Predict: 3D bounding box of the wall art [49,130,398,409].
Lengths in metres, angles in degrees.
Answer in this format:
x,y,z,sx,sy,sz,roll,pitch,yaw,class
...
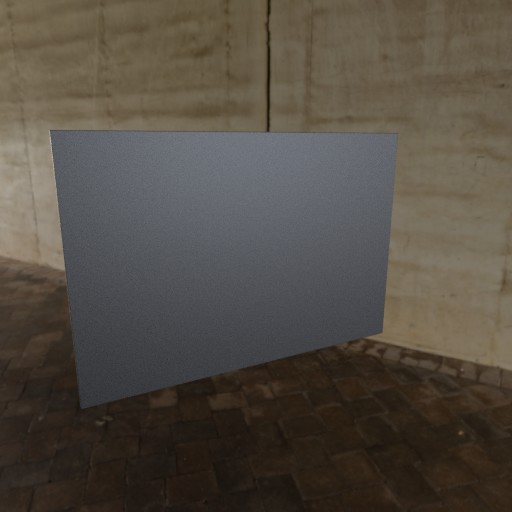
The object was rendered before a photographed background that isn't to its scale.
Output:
x,y,z,sx,sy,sz,roll,pitch,yaw,class
0.000,0.000,1.503,1.192,0.811,0.013,-7,16,-26,wall art
